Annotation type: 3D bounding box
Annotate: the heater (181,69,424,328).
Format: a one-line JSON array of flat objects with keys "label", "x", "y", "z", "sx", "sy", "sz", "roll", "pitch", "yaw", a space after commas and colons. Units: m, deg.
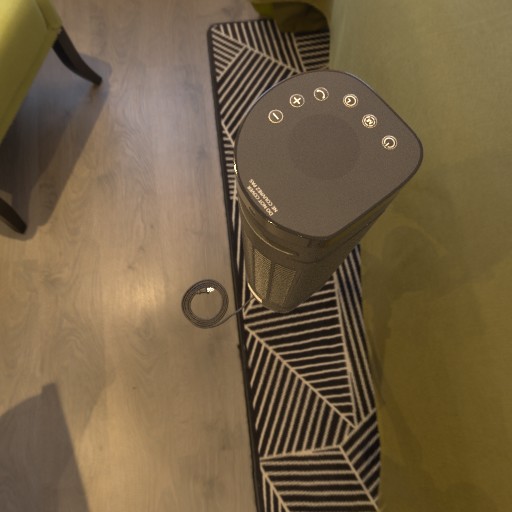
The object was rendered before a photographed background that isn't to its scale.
[{"label": "heater", "x": 0.000, "y": 0.000, "z": 0.684, "sx": 0.312, "sy": 0.552, "sz": 0.174, "roll": -37, "pitch": 79, "yaw": -9}]
